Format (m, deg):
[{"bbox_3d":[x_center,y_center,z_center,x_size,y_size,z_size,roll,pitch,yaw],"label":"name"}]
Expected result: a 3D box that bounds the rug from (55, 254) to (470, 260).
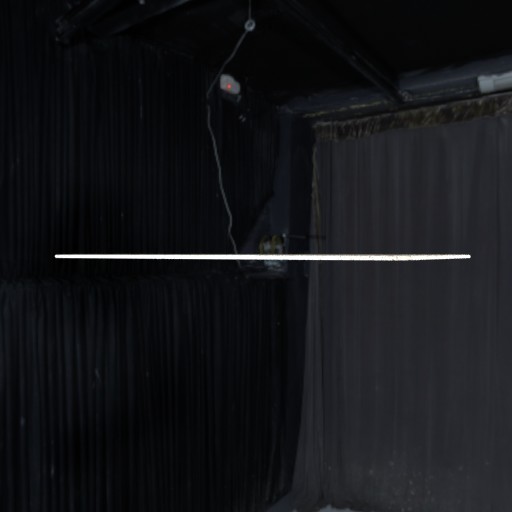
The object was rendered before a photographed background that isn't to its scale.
[{"bbox_3d":[0.000,0.000,3.068,2.469,0.024,1.539,0,0,35],"label":"rug"}]
